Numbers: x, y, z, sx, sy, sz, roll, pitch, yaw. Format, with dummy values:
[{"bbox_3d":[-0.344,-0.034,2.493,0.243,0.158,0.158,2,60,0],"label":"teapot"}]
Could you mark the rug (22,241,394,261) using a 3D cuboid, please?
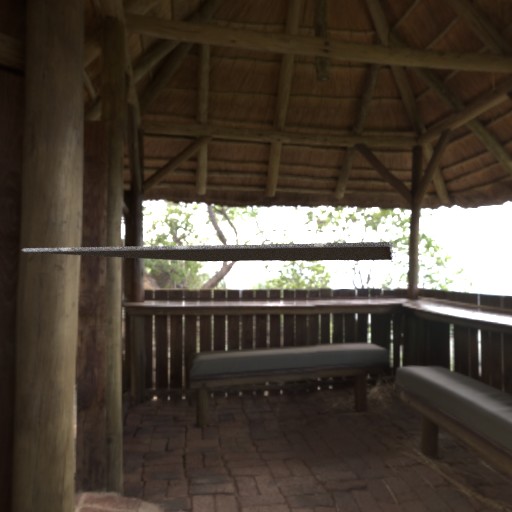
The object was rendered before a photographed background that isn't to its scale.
[{"bbox_3d":[0.000,0.000,4.050,2.399,0.026,3.000,-1,-2,17],"label":"rug"}]
